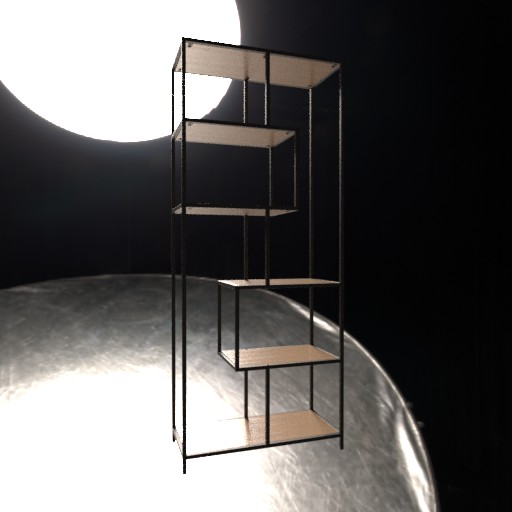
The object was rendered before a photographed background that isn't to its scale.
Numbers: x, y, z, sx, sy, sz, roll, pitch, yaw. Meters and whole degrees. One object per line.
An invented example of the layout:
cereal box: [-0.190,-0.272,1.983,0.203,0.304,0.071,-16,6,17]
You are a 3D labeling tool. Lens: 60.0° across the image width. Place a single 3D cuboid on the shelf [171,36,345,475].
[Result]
shelf: [0.000,0.000,2.154,0.770,1.850,0.350,0,1,-18]
